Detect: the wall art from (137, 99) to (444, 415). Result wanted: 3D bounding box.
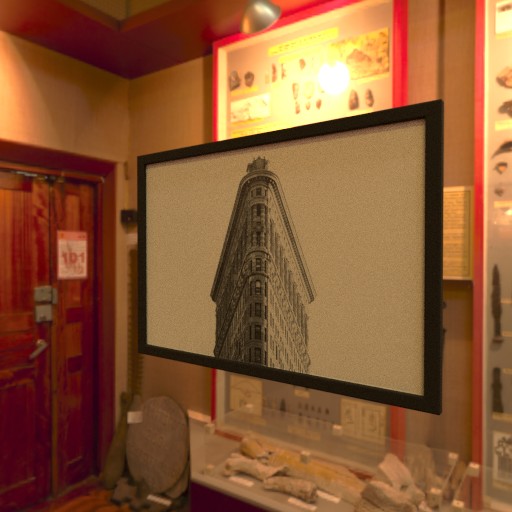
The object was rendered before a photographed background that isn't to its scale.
[{"bbox_3d":[0.000,0.000,1.208,0.958,0.656,0.026,1,1,36],"label":"wall art"}]
